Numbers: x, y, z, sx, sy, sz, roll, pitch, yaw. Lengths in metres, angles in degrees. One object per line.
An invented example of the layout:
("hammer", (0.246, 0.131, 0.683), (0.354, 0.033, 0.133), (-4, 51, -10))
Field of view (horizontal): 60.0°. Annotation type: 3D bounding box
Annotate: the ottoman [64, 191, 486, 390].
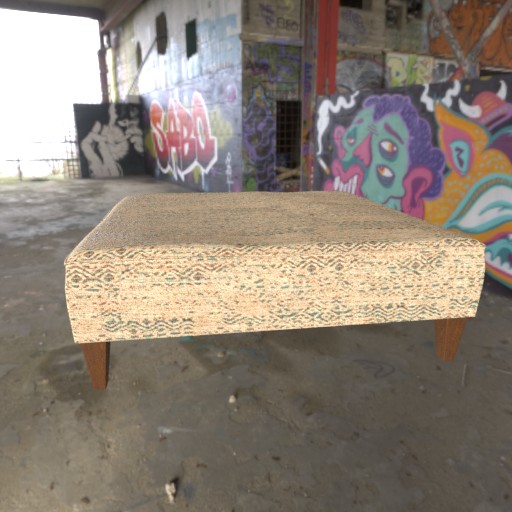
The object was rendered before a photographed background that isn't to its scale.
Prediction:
("ottoman", (0.000, 0.000, 1.490), (0.968, 0.356, 1.004), (-2, 16, -9))
